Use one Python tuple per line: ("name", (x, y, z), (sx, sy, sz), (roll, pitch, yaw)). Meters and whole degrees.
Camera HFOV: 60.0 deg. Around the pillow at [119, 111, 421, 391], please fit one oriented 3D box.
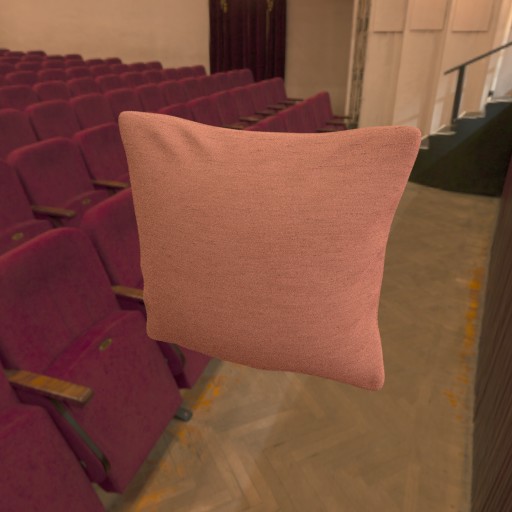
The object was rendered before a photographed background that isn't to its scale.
("pillow", (0.000, 0.000, 0.686), (0.432, 0.415, 0.246), (9, 27, 17))
